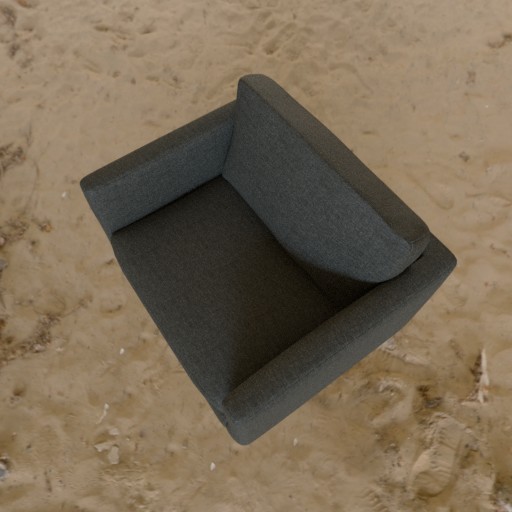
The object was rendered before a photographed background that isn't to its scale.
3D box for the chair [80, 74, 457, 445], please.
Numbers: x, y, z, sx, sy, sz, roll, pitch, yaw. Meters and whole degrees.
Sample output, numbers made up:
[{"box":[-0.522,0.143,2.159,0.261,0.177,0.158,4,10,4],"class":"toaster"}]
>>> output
[{"box":[0.000,0.000,1.815,0.959,0.963,1.107,-32,66,-16],"class":"chair"}]
